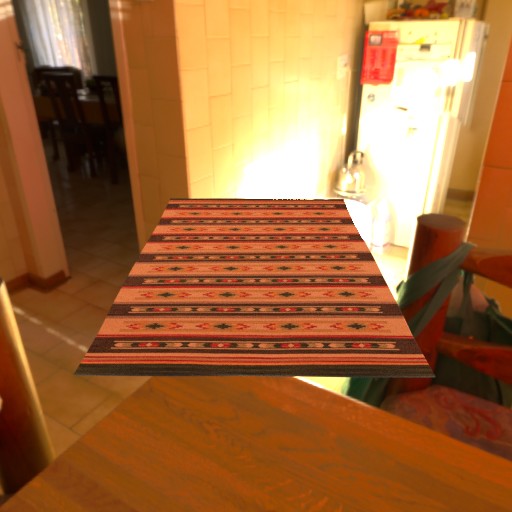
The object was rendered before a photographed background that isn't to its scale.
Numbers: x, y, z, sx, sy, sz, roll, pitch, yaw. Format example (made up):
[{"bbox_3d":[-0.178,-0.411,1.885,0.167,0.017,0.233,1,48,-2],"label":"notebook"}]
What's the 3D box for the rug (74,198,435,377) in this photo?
[{"bbox_3d":[0.000,0.000,2.309,1.221,0.009,1.825,0,26,0],"label":"rug"}]
